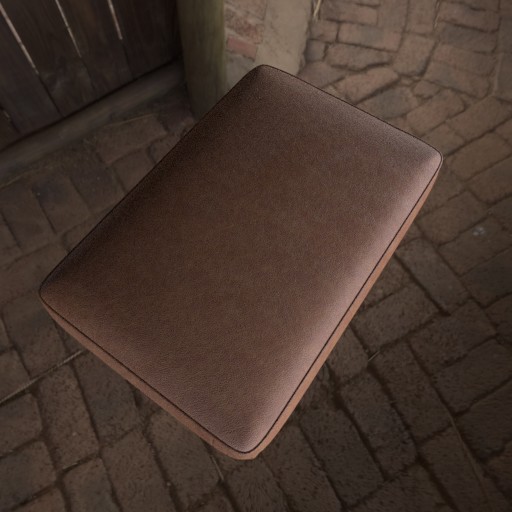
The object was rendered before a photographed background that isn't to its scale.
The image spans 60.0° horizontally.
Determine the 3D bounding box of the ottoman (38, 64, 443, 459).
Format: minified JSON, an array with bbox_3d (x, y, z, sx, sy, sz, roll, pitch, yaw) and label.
[{"bbox_3d":[0.000,0.000,1.169,0.584,0.483,0.864,32,68,15],"label":"ottoman"}]
